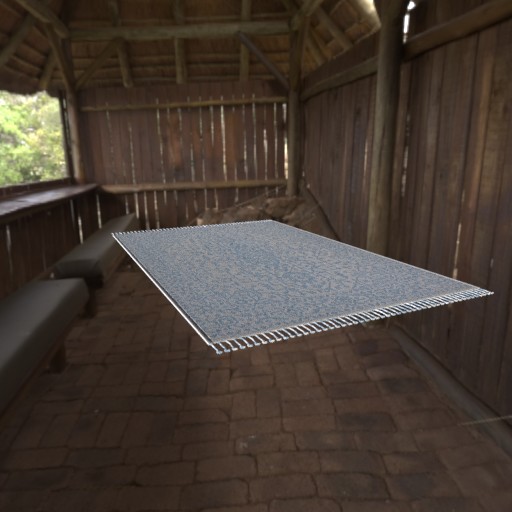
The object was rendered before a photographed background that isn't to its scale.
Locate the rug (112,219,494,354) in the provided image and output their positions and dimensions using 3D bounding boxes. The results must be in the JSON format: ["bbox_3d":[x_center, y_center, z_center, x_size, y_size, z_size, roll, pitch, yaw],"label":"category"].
[{"bbox_3d":[0.000,0.000,3.009,1.524,0.010,2.438,-7,16,-25],"label":"rug"}]
